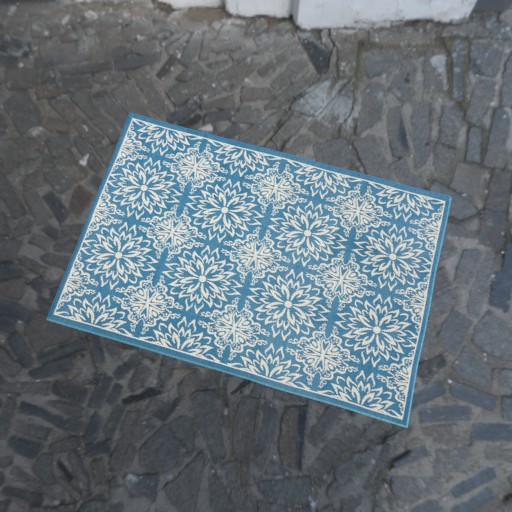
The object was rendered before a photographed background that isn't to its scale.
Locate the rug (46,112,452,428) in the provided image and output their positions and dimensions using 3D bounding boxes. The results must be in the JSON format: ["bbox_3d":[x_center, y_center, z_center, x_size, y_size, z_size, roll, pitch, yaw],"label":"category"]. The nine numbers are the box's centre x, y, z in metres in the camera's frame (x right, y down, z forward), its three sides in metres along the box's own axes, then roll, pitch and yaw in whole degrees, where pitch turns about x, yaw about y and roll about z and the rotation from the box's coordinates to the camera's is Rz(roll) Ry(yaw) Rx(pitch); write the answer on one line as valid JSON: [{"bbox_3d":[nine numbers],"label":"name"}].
[{"bbox_3d":[0.000,0.000,3.464,2.769,0.018,1.830,16,76,4],"label":"rug"}]
